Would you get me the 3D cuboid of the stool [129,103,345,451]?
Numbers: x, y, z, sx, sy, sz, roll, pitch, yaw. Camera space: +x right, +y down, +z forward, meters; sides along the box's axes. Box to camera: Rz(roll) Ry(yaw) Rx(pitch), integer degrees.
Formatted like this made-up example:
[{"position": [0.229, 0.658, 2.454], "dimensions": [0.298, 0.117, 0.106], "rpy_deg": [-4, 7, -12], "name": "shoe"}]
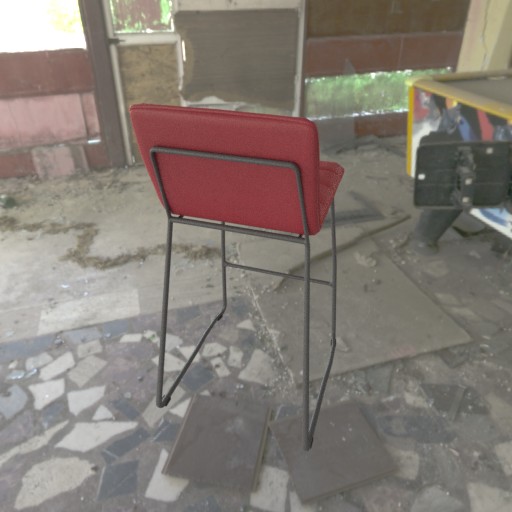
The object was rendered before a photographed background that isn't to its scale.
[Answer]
[{"position": [0.000, 0.000, 1.272], "dimensions": [0.489, 0.937, 0.524], "rpy_deg": [10, 34, 16], "name": "stool"}]
